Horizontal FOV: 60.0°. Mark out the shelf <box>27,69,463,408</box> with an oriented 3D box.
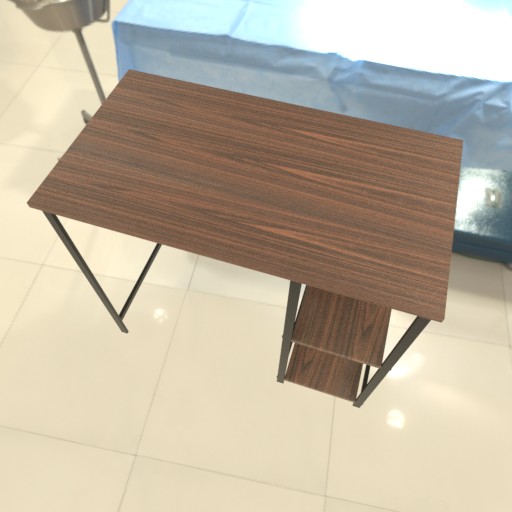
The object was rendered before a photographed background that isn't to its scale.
[{"bbox_3d":[0.000,0.000,1.345,0.902,0.750,0.498,15,59,9],"label":"shelf"}]
